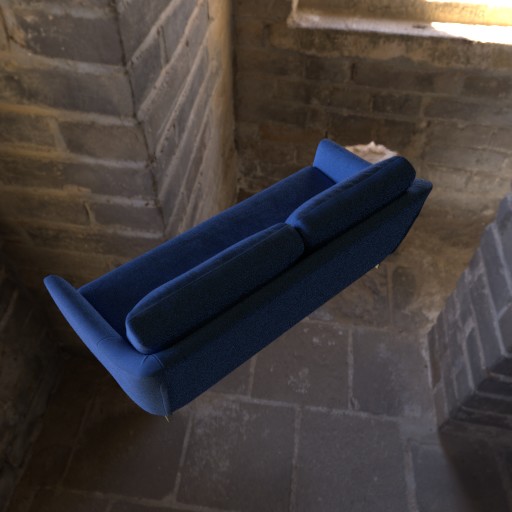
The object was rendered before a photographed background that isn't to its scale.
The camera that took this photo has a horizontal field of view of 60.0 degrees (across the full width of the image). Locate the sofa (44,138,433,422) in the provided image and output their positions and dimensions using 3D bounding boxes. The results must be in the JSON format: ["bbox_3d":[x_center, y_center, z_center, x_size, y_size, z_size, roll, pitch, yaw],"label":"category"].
[{"bbox_3d":[0.000,0.000,2.535,2.036,0.903,0.960,-31,55,-25],"label":"sofa"}]
